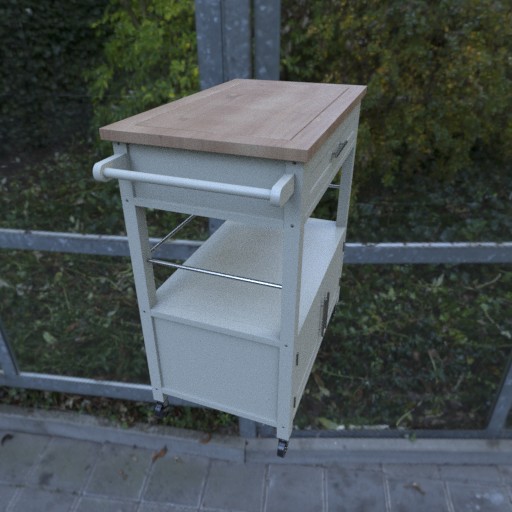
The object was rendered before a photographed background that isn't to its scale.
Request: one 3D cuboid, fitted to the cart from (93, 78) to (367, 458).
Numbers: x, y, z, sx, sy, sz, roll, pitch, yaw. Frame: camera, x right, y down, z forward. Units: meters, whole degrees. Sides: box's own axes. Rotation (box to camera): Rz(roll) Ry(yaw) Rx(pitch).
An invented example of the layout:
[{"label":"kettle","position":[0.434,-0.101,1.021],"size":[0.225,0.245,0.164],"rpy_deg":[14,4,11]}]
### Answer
[{"label":"cart","position":[0.000,0.000,1.376],"size":[0.459,0.901,0.840],"rpy_deg":[10,31,17]}]
